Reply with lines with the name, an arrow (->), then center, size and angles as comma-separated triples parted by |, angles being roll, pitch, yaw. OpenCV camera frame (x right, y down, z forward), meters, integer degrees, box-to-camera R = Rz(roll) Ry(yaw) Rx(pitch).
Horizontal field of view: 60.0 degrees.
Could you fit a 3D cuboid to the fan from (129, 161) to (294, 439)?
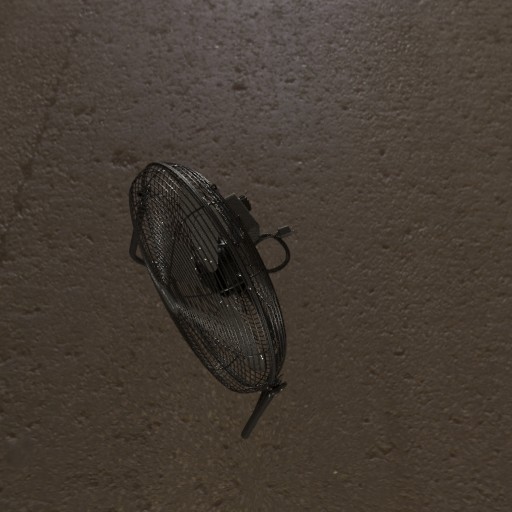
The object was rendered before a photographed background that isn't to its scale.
fan -> 0.000, 0.000, 1.019 | 0.470, 0.605, 0.595 | -31, 67, -15
